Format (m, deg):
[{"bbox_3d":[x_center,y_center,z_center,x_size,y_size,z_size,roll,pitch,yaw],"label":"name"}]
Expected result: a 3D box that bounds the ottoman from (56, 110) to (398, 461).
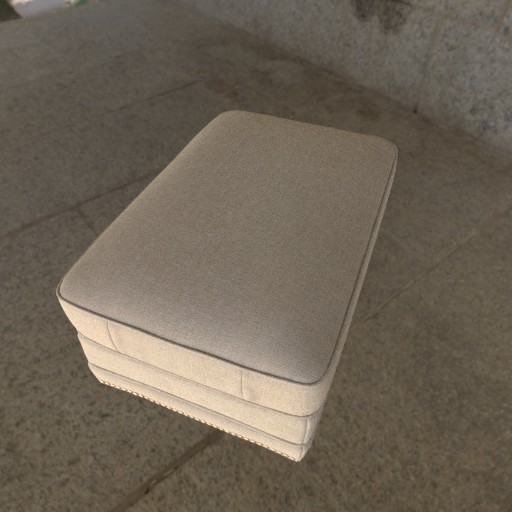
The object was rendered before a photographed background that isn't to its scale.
[{"bbox_3d":[0.000,0.000,1.151,0.559,0.458,0.813,16,49,15],"label":"ottoman"}]
